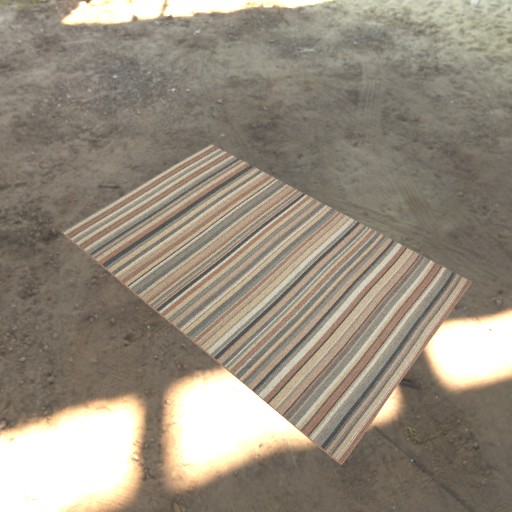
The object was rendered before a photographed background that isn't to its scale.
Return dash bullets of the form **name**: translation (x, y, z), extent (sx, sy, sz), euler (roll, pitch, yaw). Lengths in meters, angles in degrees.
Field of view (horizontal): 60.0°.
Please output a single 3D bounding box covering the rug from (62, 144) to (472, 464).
- **rug**: translation (0.000, 0.000, 3.070), extent (2.438, 0.014, 1.523), euler (33, 55, 27)
